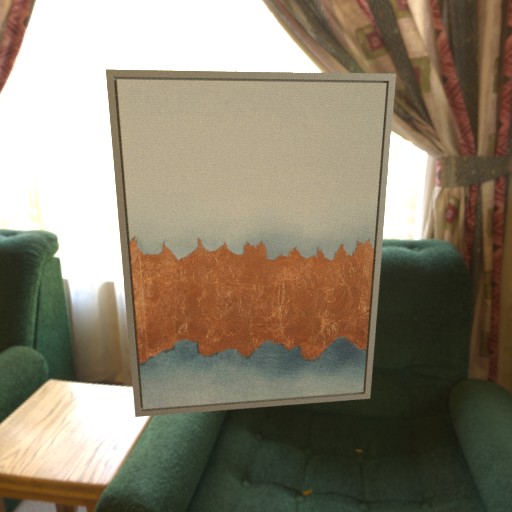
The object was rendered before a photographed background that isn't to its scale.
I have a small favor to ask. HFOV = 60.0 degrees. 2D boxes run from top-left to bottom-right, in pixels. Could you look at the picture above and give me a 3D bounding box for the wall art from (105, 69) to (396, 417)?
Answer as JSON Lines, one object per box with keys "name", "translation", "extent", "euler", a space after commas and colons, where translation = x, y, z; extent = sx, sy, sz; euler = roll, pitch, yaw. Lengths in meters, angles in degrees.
{"name": "wall art", "translation": [0.000, 0.000, 1.350], "extent": [0.789, 1.042, 0.034], "euler": [-2, 16, -7]}
